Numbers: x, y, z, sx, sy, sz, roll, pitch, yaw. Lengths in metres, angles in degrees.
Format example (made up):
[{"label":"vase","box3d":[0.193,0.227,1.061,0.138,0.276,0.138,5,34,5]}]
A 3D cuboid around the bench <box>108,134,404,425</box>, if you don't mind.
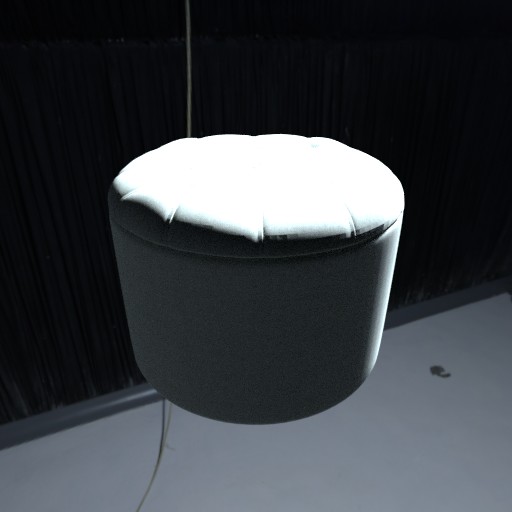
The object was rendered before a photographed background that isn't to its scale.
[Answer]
[{"label":"bench","box3d":[0.000,0.000,1.010,0.600,0.453,0.600,0,29,0]}]
